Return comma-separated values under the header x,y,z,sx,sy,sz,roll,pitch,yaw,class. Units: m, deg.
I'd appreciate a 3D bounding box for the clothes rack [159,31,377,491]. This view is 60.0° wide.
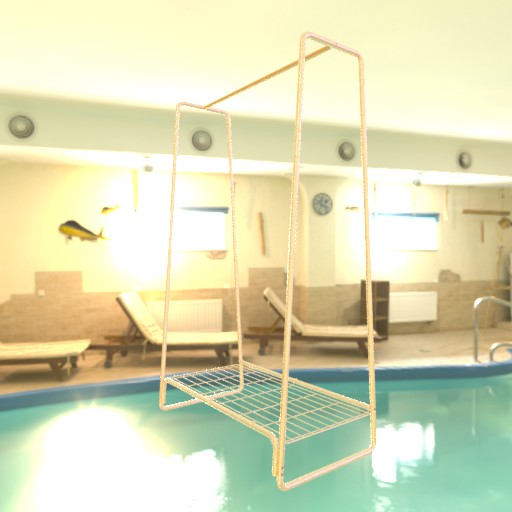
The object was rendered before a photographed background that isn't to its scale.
x,y,z,sx,sy,sz,roll,pitch,yaw,class
0.000,0.000,1.899,0.495,1.500,0.900,-1,1,-37,clothes rack
